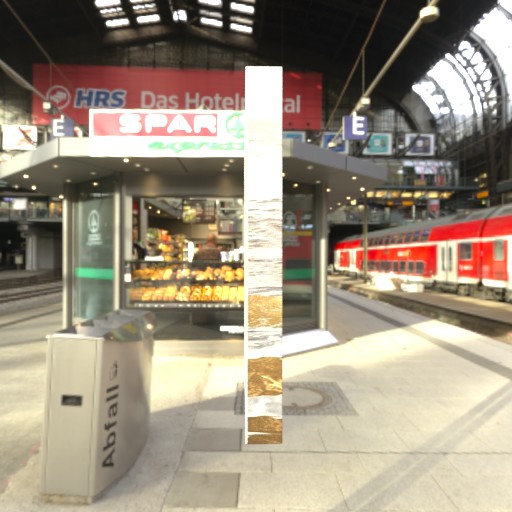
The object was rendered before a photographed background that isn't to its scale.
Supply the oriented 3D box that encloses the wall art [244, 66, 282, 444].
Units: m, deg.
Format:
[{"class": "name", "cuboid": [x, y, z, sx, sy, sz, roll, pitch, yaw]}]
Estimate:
[{"class": "wall art", "cuboid": [0.000, 0.000, 0.780, 0.041, 0.407, 0.606, 0, 0, -2]}]
